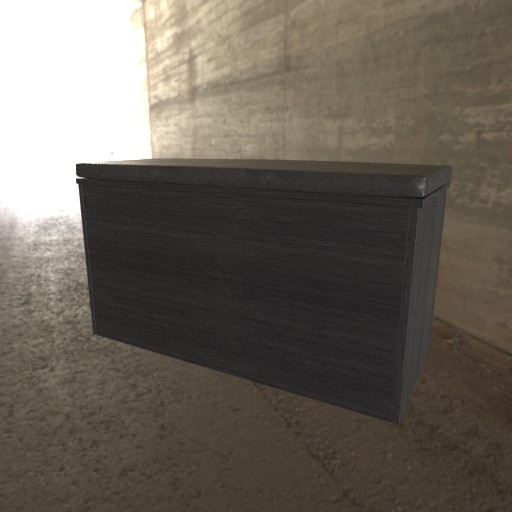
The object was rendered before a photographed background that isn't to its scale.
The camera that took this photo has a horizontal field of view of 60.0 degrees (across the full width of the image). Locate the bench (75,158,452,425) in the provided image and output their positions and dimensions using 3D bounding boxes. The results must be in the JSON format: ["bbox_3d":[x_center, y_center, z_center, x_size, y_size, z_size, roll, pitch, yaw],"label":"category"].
[{"bbox_3d":[0.000,0.000,1.212,0.905,0.501,0.401,8,17,28],"label":"bench"}]
